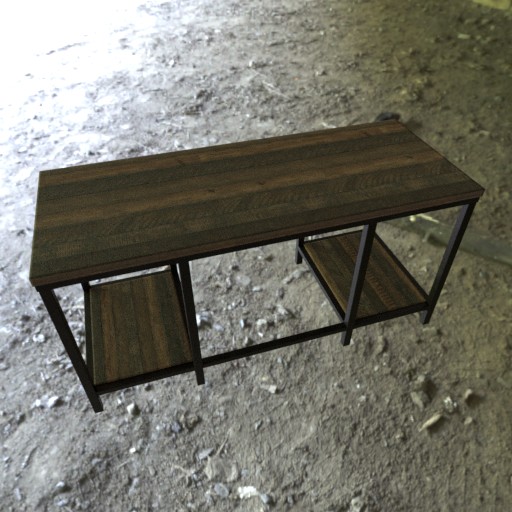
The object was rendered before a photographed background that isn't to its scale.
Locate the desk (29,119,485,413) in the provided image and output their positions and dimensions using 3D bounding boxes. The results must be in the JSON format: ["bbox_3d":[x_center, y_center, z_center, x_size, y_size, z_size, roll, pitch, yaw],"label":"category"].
[{"bbox_3d":[0.000,0.000,1.893,1.538,0.753,0.617,-12,43,-13],"label":"desk"}]
